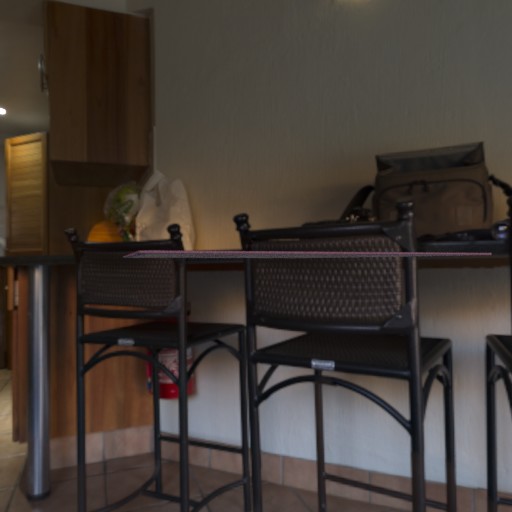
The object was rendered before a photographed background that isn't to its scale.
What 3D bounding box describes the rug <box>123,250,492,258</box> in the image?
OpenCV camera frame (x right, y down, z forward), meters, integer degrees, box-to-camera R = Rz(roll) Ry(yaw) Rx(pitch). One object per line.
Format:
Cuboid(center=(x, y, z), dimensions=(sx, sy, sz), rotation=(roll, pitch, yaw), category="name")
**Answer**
Cuboid(center=(0.000, 0.000, 2.878), dimensions=(1.599, 0.011, 2.210), rotation=(0, -1, -18), category="rug")
